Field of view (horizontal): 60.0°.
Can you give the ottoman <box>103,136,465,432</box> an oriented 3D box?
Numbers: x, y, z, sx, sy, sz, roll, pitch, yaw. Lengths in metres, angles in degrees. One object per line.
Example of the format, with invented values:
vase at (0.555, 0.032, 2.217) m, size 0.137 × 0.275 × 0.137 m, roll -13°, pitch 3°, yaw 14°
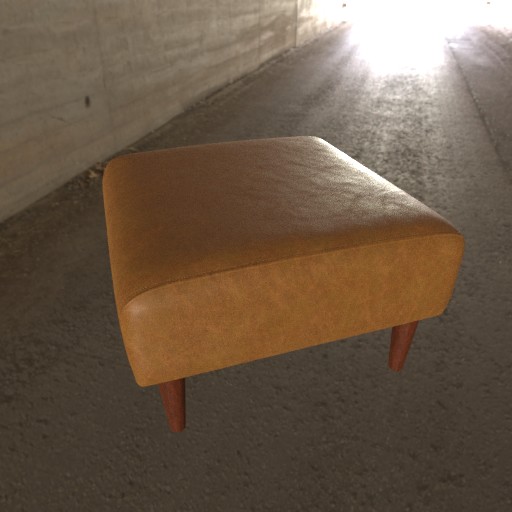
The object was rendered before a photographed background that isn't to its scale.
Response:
ottoman at (0.000, 0.000, 1.064) m, size 0.650 × 0.399 × 0.650 m, roll -10°, pitch 33°, yaw -16°
